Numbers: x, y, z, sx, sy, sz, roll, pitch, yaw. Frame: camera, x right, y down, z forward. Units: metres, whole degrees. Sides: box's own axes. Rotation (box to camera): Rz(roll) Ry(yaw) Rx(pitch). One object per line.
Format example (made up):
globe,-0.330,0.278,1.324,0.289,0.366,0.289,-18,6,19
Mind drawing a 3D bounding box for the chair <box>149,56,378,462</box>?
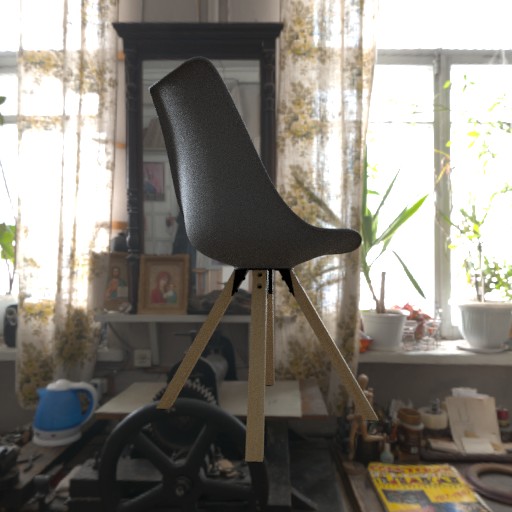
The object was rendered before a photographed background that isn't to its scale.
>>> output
chair,0.000,0.000,1.189,0.549,0.850,0.485,1,-1,-38
